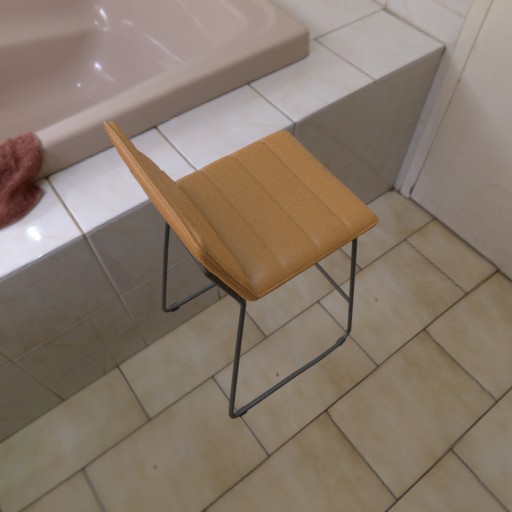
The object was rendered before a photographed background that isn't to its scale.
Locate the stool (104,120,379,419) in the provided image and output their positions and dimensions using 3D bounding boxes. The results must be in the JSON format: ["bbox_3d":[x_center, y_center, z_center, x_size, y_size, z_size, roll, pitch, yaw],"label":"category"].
[{"bbox_3d":[0.000,0.000,1.256,0.524,0.936,0.489,-30,62,-18],"label":"stool"}]
